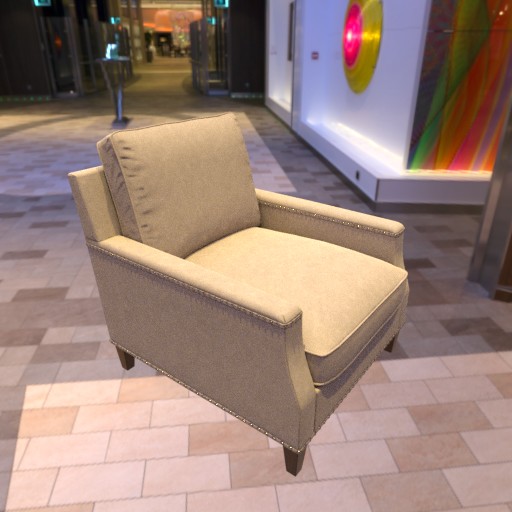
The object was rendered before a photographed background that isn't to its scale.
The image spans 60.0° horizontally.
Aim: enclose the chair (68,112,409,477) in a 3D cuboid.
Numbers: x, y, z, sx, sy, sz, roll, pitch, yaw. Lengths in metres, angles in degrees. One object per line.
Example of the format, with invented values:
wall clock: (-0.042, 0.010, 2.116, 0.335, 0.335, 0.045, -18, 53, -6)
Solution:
chair: (0.000, 0.000, 1.701, 1.014, 0.943, 0.853, 18, 31, 33)
